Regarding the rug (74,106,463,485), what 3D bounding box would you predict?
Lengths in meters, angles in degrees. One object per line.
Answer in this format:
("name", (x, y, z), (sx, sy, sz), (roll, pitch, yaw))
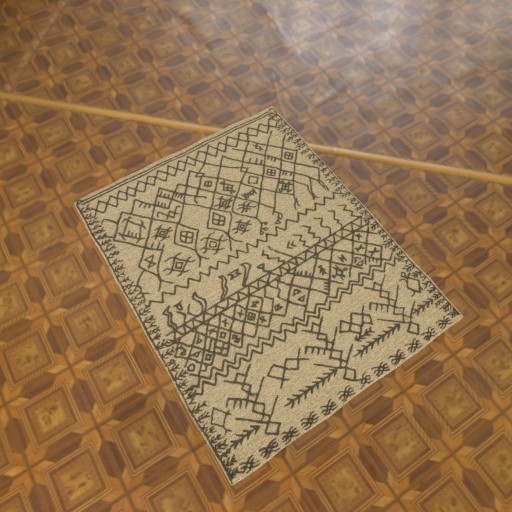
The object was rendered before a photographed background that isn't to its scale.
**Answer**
("rug", (0.000, 0.000, 3.373), (1.964, 0.025, 2.455), (-30, 67, -14))
